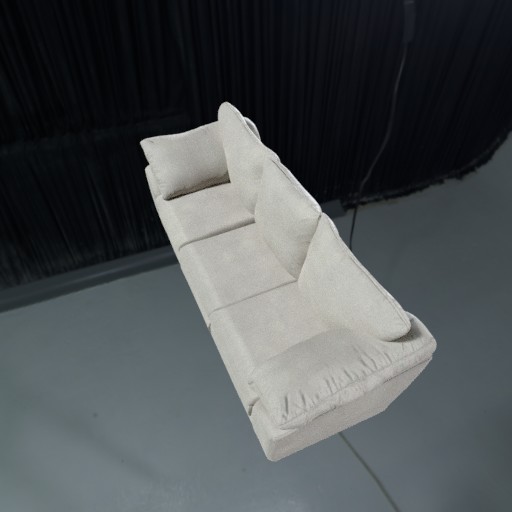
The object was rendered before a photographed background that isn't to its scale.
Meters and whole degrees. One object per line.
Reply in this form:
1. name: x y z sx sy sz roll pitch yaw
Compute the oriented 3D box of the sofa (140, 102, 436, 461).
1. sofa: 0.000 0.000 2.825 0.878 0.996 2.334 -18 49 -16
